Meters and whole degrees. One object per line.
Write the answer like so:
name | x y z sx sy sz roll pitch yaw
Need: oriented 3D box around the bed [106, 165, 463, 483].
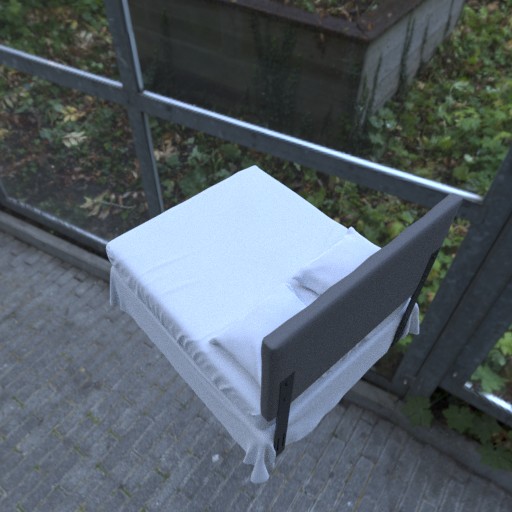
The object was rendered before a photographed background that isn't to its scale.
bed | 0.000 0.000 3.464 1.936 1.577 2.222 -33 56 -27
